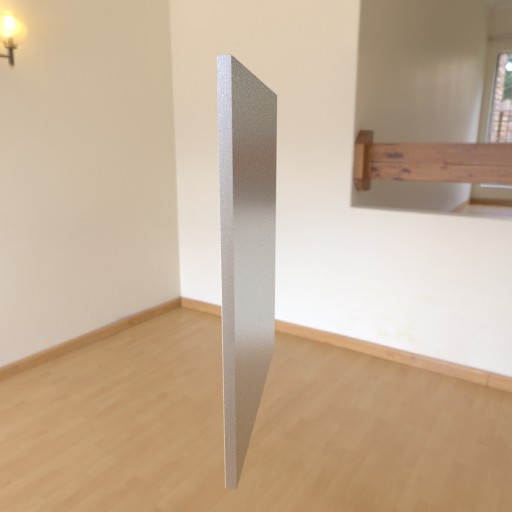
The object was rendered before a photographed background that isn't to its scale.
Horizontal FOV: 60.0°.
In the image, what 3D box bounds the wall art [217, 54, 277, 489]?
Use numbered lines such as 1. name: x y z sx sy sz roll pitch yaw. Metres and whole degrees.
1. wall art: 0.000 0.000 1.415 0.030 1.046 0.816 2 15 9
